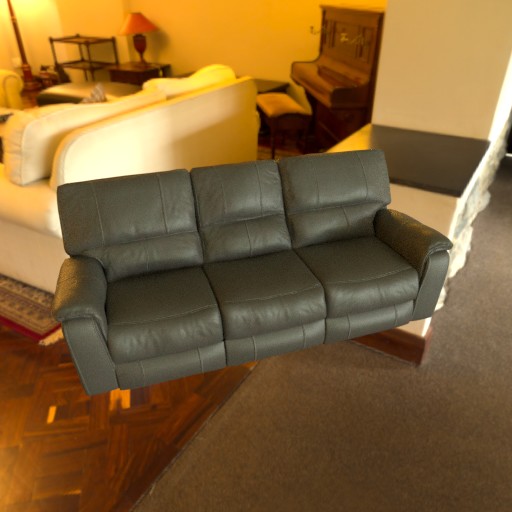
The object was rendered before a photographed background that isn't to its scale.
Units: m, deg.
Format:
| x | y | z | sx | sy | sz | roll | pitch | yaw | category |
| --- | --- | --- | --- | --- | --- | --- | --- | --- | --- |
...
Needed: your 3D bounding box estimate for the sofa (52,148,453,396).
| x | y | z | sx | sy | sz | roll | pitch | yaw | category |
| --- | --- | --- | --- | --- | --- | --- | --- | --- | --- |
| 0.000 | 0.000 | 3.177 | 2.627 | 1.134 | 1.104 | -9 | 32 | -15 | sofa |
